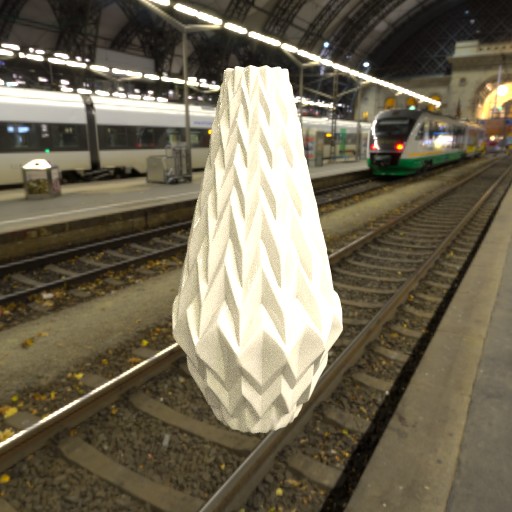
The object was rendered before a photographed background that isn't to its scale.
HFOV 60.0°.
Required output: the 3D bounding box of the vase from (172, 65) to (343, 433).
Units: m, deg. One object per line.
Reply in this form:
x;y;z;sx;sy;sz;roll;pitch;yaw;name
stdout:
0.000;0.000;0.420;0.167;0.328;0.167;0;15;0;vase
